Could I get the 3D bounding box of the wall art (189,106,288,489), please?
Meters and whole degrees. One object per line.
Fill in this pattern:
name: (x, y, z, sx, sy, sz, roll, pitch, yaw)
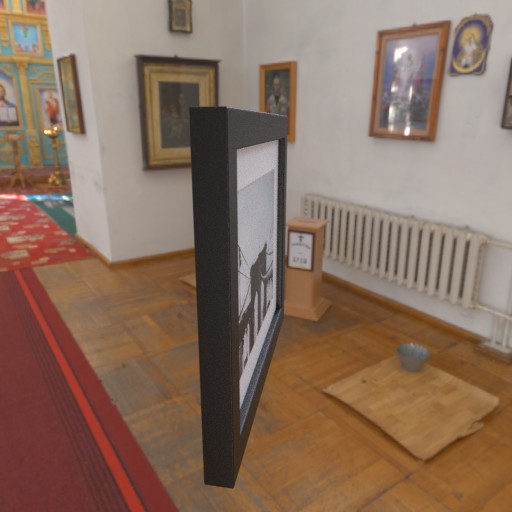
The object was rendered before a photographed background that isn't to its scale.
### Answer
wall art: (0.000, 0.000, 0.538, 0.028, 0.330, 0.380, 3, 17, 10)
